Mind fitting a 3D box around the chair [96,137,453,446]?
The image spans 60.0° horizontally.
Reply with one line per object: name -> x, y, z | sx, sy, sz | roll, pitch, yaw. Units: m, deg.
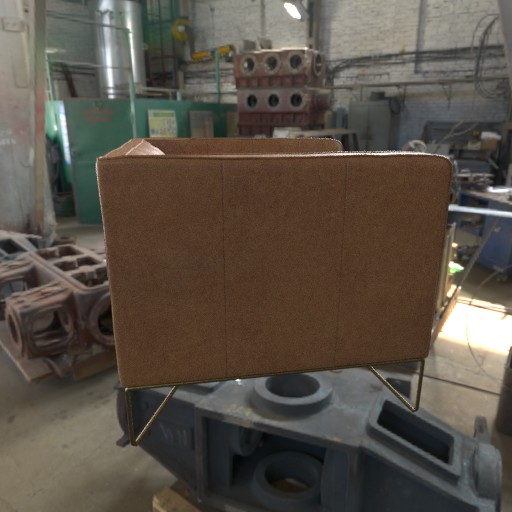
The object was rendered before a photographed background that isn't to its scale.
chair -> 0.000, 0.000, 1.603 | 0.912, 0.797, 0.920 | -3, 18, -10
